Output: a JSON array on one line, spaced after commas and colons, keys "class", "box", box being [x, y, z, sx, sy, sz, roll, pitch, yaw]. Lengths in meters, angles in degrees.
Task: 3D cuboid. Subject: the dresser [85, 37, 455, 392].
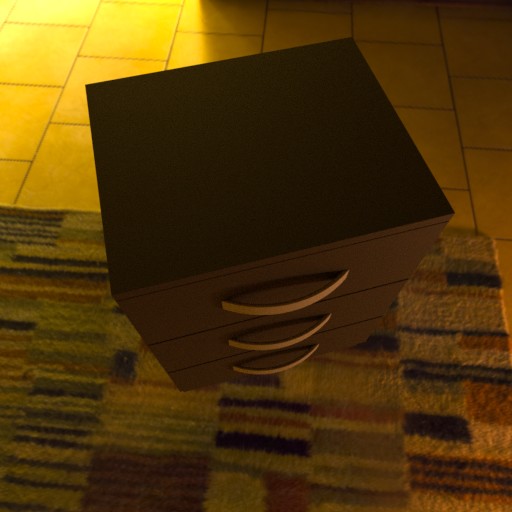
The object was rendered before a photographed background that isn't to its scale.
[{"class": "dresser", "box": [0.000, 0.000, 0.810, 0.400, 0.560, 0.360, -13, 62, -7]}]
